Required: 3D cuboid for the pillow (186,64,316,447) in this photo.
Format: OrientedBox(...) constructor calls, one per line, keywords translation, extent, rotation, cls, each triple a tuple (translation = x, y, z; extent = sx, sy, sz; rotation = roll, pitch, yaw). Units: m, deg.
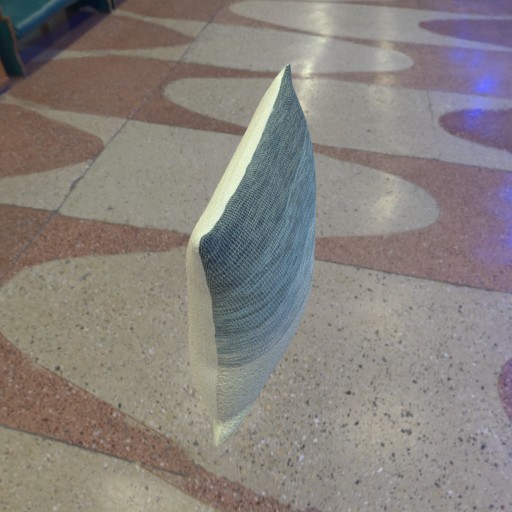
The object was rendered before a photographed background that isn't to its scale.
OrientedBox(translation=(0.000, 0.000, 0.694), extent=(0.182, 0.441, 0.440), rotation=(10, 46, 10), cls="pillow")
